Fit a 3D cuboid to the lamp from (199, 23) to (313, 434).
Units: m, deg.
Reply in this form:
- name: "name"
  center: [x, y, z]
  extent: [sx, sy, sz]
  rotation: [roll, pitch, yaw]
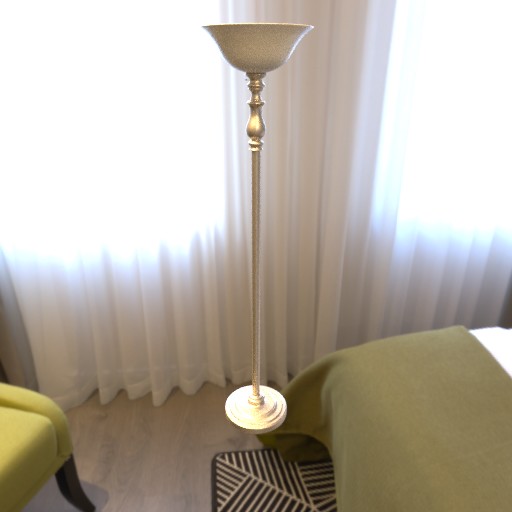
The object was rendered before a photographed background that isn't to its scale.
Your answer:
- name: "lamp"
  center: [0.000, 0.000, 1.928]
  extent: [0.405, 1.771, 0.405]
  rotation: [-17, 29, -33]
